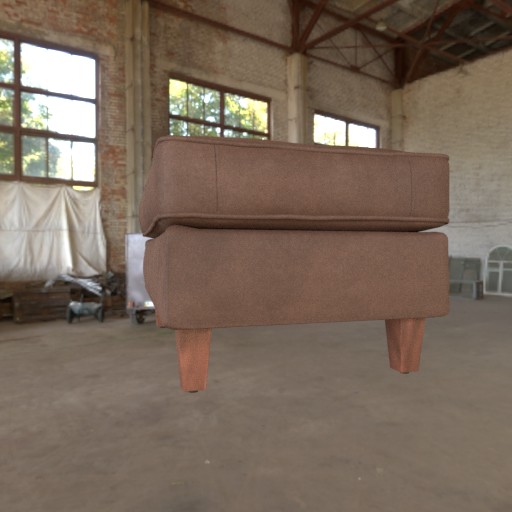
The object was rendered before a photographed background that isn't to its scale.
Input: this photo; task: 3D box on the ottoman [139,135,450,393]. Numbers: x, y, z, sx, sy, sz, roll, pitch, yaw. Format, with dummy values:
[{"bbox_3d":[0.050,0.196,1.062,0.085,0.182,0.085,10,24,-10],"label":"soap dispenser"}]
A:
[{"bbox_3d":[0.000,0.000,1.193,0.596,0.481,0.860,0,1,-16],"label":"ottoman"}]
